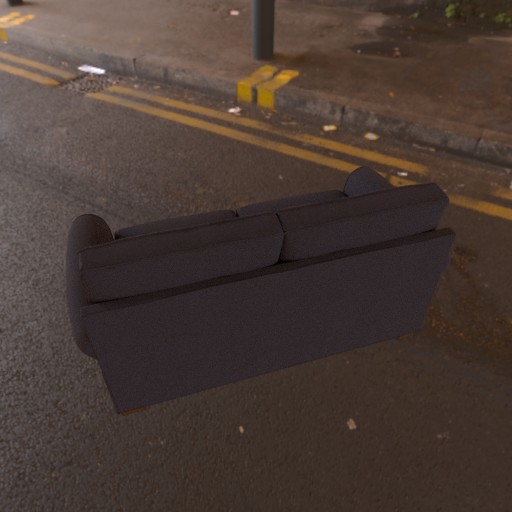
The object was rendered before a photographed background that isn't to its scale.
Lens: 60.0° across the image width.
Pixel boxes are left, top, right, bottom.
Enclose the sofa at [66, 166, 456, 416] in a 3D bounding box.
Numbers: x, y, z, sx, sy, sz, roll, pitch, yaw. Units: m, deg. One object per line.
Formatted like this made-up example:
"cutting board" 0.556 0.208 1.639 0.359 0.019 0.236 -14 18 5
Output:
"sofa" 0.000 0.000 2.520 2.009 1.031 0.951 -12 43 -13
